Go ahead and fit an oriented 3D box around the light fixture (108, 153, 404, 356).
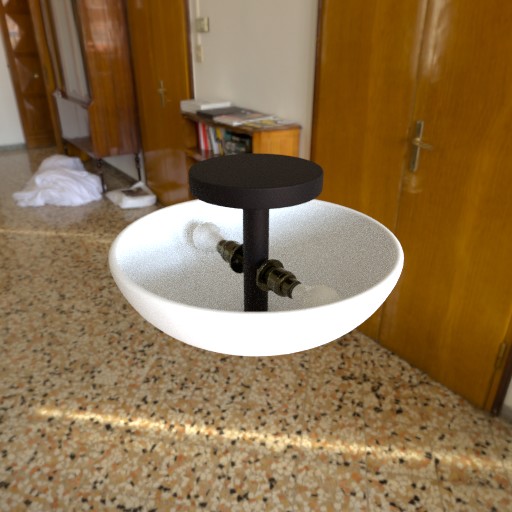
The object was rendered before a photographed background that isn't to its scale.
[{"bbox_3d":[0.000,0.000,0.527,0.331,0.212,0.331,0,26,0],"label":"light fixture"}]
